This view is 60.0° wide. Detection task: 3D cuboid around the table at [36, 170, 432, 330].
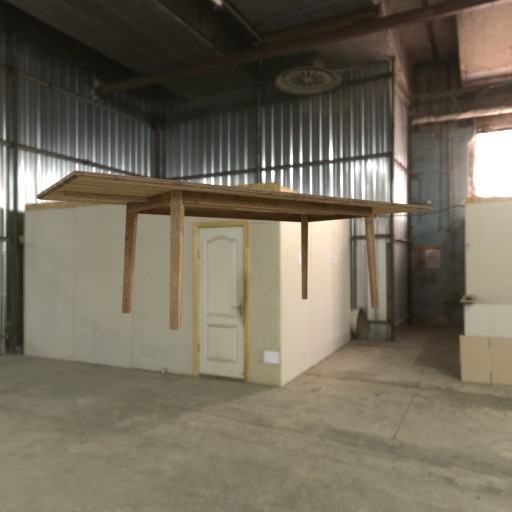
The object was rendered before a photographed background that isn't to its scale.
[{"bbox_3d":[0.000,0.000,3.068,2.603,0.752,1.000,0,0,-35],"label":"table"}]
